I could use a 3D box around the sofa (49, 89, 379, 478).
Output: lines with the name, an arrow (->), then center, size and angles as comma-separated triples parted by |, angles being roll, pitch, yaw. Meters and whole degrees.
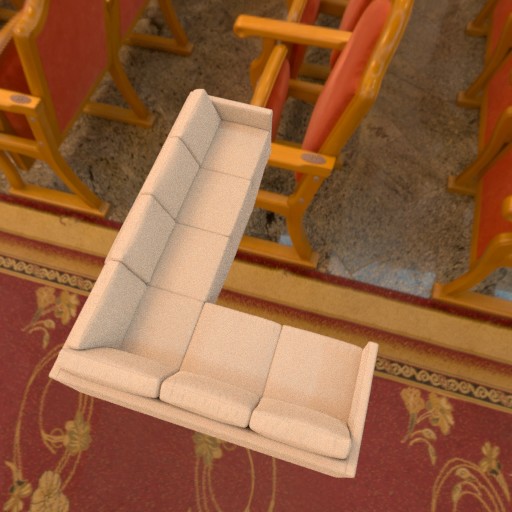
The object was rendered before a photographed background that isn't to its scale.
sofa -> 0.000, 0.000, 4.165 | 2.432, 0.871, 3.182 | 15, 64, 7
